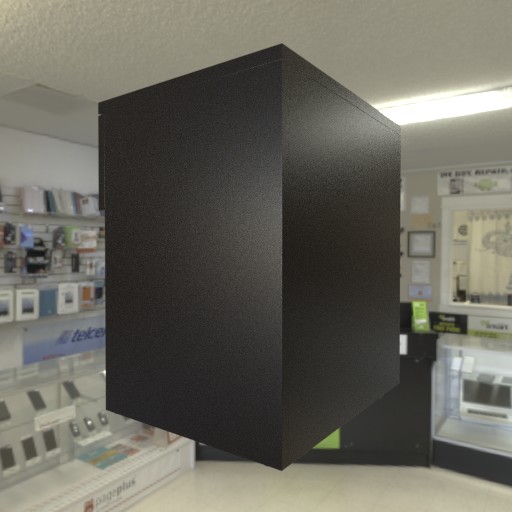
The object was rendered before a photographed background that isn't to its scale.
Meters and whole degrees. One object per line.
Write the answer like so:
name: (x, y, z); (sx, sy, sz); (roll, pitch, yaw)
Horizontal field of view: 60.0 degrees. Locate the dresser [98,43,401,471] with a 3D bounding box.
dresser: (0.000, 0.000, 0.752); (0.360, 0.470, 0.400); (1, 1, 36)
